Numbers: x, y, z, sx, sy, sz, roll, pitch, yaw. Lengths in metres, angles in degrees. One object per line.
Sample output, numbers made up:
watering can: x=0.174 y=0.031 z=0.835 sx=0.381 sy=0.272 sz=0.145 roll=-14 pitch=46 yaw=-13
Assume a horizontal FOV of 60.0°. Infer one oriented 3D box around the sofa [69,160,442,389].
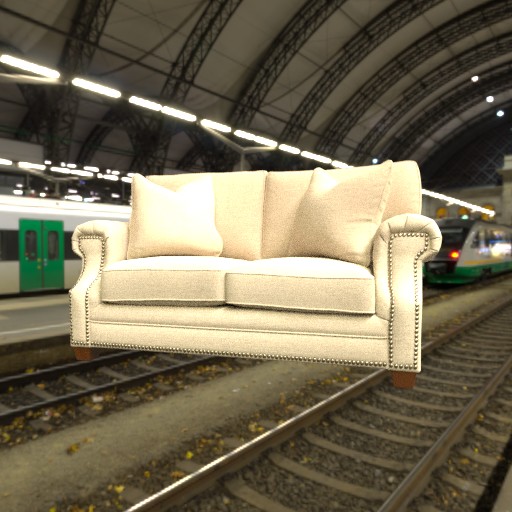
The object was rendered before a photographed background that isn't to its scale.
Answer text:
sofa: x=0.000 y=0.000 z=2.275 sx=1.701 sy=0.966 sz=0.966 roll=0 pitch=1 yaw=17
